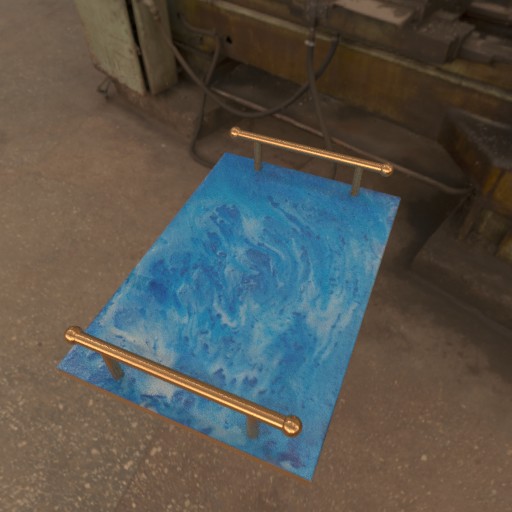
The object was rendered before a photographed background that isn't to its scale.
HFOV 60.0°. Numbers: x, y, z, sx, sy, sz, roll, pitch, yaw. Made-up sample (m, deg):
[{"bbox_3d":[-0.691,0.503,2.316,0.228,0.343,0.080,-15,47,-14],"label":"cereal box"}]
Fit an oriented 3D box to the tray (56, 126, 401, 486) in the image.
[{"bbox_3d":[0.000,0.000,0.575,0.304,0.084,0.444,18,51,15],"label":"tray"}]
